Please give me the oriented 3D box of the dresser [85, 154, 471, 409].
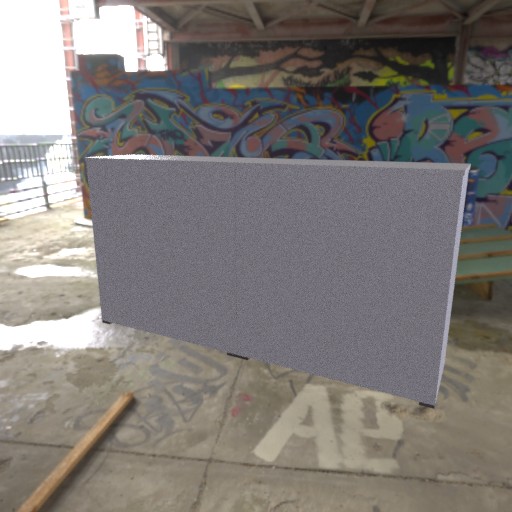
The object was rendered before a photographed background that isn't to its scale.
[{"bbox_3d":[0.000,0.000,1.867,1.535,0.790,0.333,8,17,27],"label":"dresser"}]
